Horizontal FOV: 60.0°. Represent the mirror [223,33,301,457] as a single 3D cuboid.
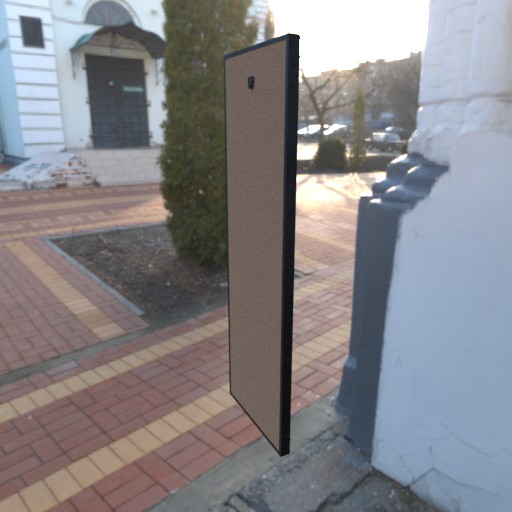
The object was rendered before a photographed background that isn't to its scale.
[{"bbox_3d":[0.000,0.000,1.240,0.042,1.080,0.354,-8,18,-26],"label":"mirror"}]
